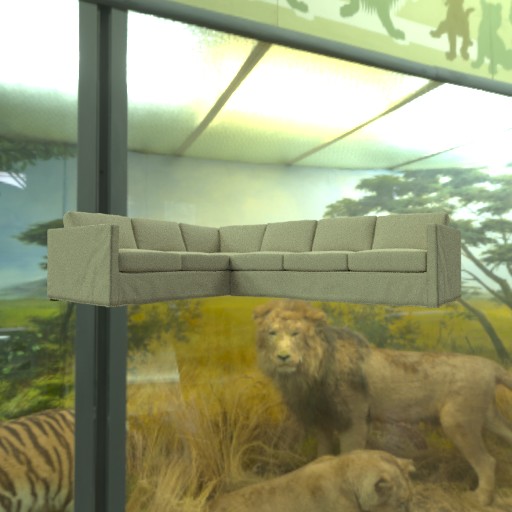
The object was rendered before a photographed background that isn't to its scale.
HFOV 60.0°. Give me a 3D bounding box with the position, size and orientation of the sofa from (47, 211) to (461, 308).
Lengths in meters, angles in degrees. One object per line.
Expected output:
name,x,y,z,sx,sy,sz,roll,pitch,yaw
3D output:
sofa,0.000,0.000,4.248,3.182,0.871,2.432,-1,-1,36
